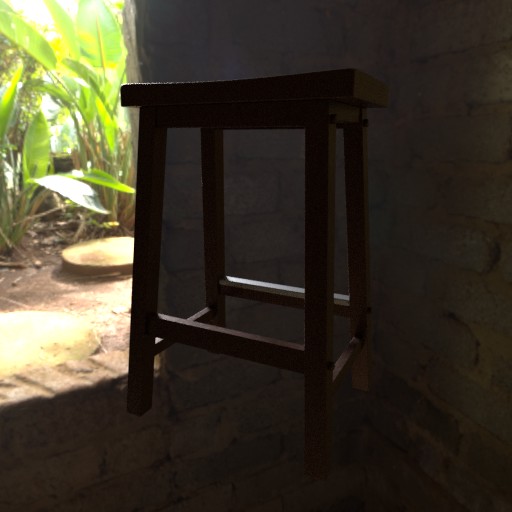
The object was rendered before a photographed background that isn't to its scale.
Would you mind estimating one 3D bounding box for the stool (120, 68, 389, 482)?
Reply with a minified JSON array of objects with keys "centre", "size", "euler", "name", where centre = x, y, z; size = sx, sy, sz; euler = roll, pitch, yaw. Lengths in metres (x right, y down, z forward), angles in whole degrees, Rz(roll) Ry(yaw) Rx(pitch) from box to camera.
[{"centre":[0.000,0.000,0.840],"size":[0.406,0.610,0.322],"euler":[7,17,26],"name":"stool"}]
